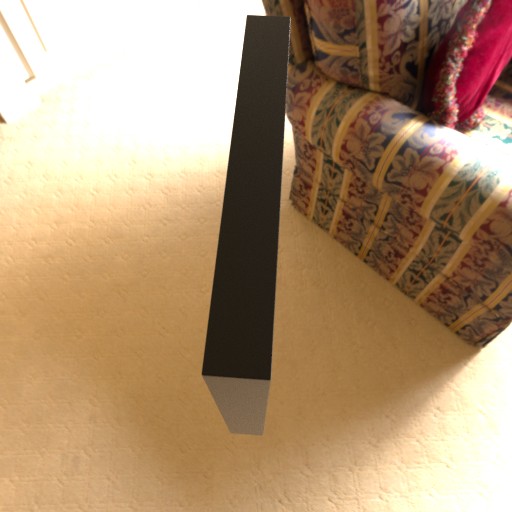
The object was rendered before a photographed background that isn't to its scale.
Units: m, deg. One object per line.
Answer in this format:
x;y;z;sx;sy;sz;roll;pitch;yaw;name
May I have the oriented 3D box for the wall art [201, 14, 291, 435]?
0.000;0.000;0.435;0.037;0.299;0.299;4;63;2;wall art
